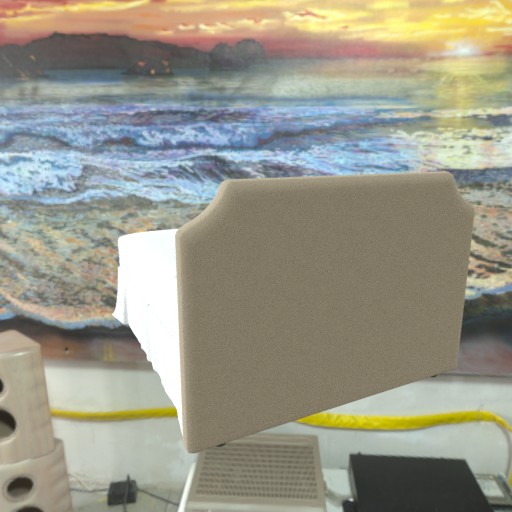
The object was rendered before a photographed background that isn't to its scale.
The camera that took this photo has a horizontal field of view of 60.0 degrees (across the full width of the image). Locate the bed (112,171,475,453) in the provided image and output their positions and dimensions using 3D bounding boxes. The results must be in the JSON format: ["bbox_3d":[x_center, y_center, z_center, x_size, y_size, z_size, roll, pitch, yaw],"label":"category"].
[{"bbox_3d":[0.000,0.000,3.261,1.828,1.301,2.204,-7,16,-26],"label":"bed"}]
